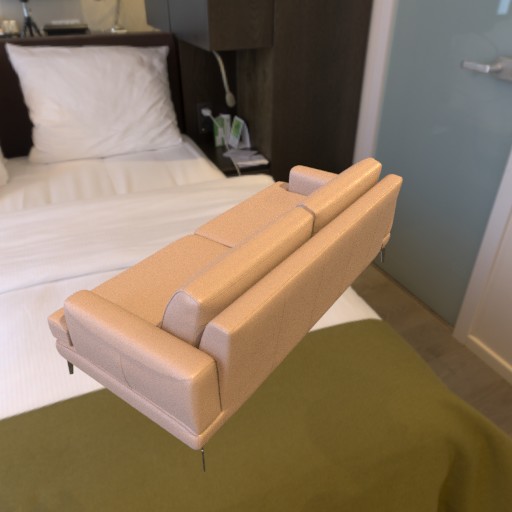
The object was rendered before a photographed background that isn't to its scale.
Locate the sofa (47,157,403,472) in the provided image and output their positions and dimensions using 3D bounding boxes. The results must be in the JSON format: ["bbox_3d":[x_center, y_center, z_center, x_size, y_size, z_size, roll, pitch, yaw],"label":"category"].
[{"bbox_3d":[0.000,0.000,2.413,0.974,0.765,1.940,21,38,29],"label":"sofa"}]
